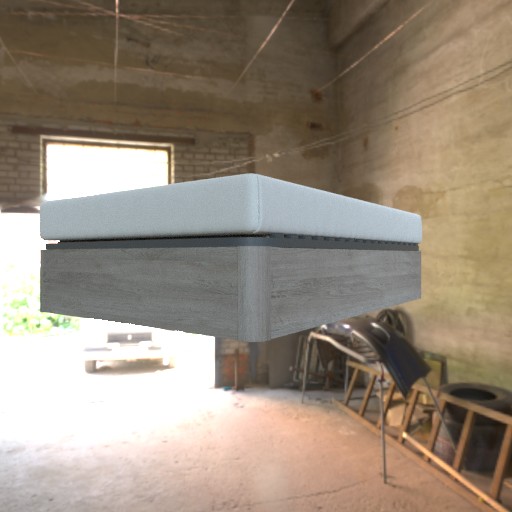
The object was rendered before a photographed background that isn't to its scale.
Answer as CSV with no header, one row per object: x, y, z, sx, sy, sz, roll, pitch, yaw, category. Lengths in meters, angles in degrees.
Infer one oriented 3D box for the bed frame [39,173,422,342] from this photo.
0.000,0.000,2.606,1.400,0.561,1.900,0,0,36,bed frame
